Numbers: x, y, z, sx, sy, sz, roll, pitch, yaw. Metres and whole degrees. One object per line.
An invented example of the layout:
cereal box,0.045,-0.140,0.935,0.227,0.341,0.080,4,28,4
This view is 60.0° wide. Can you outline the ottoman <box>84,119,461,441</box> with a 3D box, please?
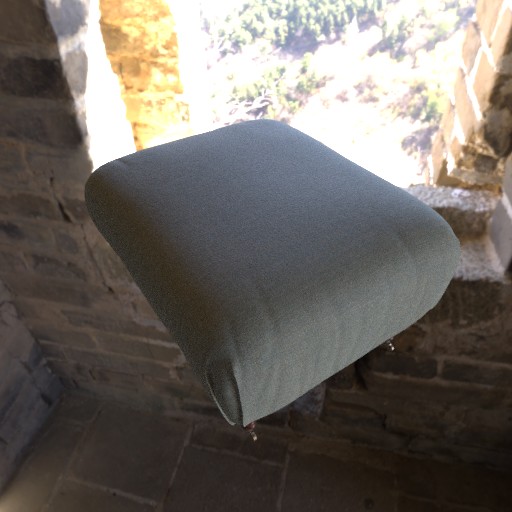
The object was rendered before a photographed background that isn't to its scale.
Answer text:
ottoman,0.000,0.000,1.113,0.622,0.450,0.747,-24,46,-25
